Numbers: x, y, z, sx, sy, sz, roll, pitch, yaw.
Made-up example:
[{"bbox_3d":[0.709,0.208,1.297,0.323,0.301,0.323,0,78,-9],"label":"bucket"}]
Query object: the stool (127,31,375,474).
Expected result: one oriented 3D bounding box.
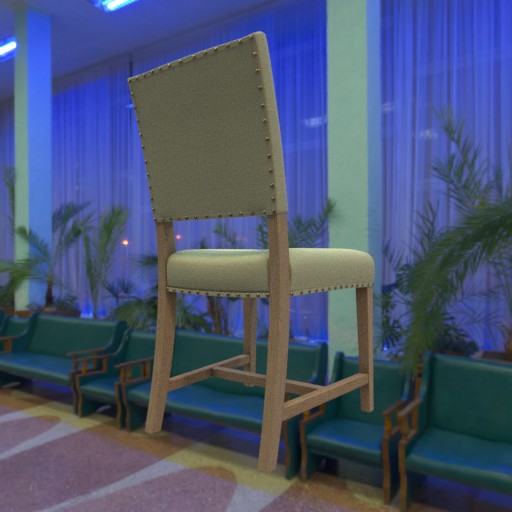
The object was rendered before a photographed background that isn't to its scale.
[{"bbox_3d":[0.000,0.000,1.320,0.508,0.986,0.623,0,0,36],"label":"stool"}]
